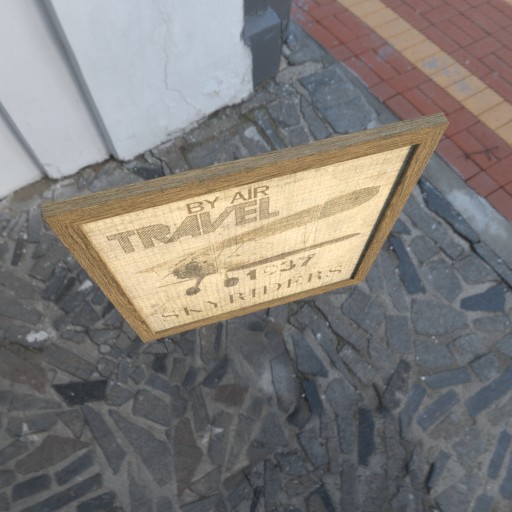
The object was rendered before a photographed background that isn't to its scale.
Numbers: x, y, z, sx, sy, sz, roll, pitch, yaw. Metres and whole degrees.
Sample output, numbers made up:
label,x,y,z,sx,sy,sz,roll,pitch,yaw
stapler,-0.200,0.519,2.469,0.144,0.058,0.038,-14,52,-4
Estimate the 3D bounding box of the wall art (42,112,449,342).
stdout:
label,x,y,z,sx,sy,sz,roll,pitch,yaw
wall art,0.000,0.000,0.764,0.508,0.508,0.019,-15,64,-7
